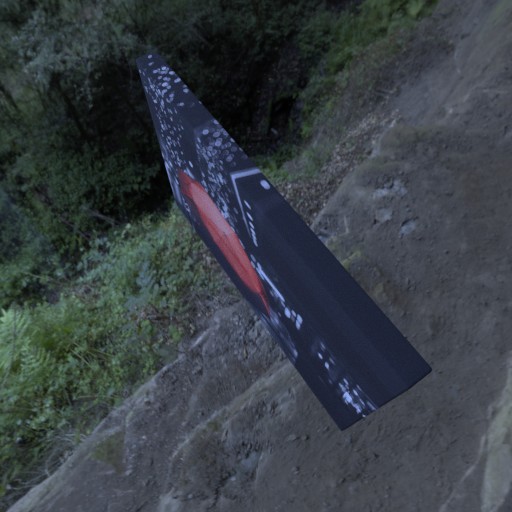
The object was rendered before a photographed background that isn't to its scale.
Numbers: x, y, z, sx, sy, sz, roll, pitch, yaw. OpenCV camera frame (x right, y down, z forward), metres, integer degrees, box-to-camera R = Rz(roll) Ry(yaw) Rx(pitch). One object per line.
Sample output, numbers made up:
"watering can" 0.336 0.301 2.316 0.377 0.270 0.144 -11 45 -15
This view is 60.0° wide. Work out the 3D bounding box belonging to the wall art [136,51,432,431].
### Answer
"wall art" 0.000 0.000 0.759 0.037 0.406 0.609 -32 67 -15
